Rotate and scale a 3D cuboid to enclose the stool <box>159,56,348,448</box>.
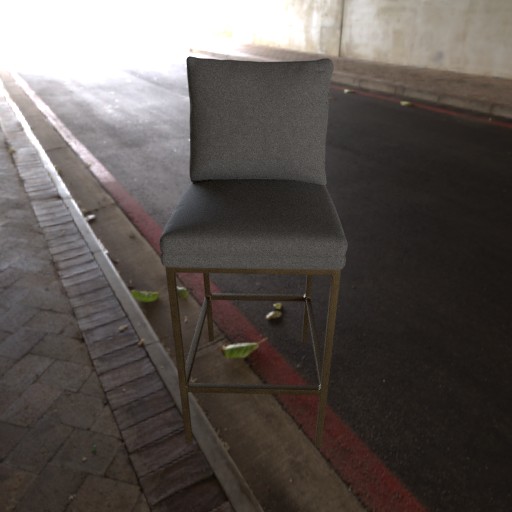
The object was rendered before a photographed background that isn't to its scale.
[{"bbox_3d":[0.000,0.000,1.409,0.463,1.130,0.569,1,30,2],"label":"stool"}]
